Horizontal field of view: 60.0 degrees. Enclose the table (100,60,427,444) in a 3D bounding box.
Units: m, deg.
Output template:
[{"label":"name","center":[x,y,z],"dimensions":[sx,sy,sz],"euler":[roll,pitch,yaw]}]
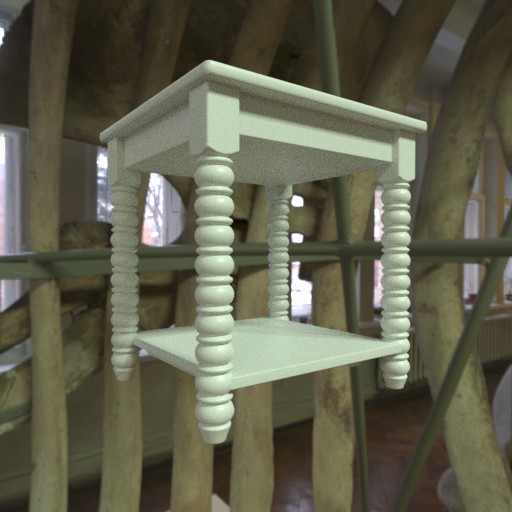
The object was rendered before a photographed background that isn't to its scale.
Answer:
[{"label":"table","center":[0.000,0.000,0.979],"dimensions":[0.533,0.563,0.500],"euler":[-1,1,-36]}]
